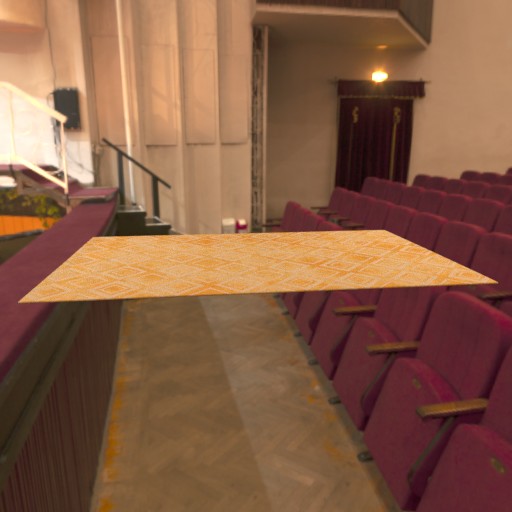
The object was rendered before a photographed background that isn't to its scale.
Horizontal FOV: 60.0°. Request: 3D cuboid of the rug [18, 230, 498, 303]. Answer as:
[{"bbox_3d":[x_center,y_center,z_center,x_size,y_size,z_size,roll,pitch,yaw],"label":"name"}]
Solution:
[{"bbox_3d":[0.000,0.000,2.936,2.424,0.010,1.511,-2,14,-7],"label":"rug"}]
